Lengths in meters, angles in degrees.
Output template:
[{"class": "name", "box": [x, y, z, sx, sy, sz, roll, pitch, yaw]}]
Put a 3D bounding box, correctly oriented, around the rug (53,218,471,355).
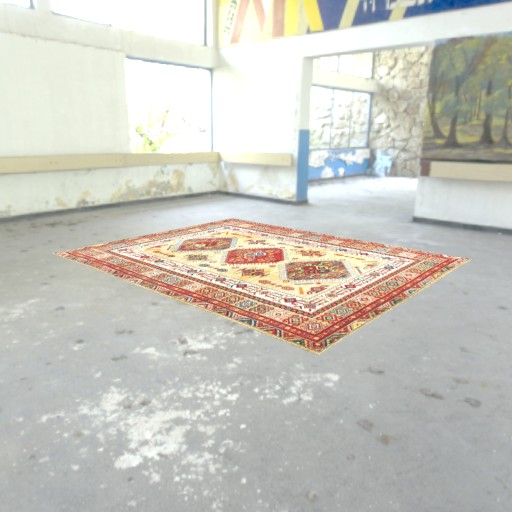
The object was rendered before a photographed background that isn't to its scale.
[{"class": "rug", "box": [0.000, 0.000, 4.137, 3.067, 0.005, 2.460, 13, 20, 40]}]
